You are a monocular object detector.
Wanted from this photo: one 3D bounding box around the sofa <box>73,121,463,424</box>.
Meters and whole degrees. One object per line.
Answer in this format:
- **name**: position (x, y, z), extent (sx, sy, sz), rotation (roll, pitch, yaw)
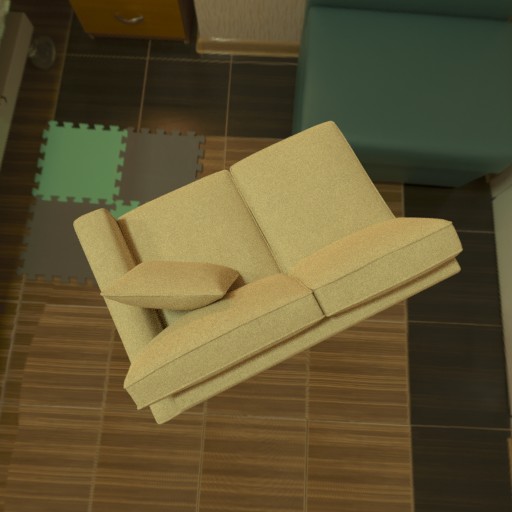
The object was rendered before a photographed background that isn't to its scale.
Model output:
- **sofa**: position (0.000, 0.000, 2.110), extent (1.388, 0.989, 0.991), rotation (-25, 77, -6)
